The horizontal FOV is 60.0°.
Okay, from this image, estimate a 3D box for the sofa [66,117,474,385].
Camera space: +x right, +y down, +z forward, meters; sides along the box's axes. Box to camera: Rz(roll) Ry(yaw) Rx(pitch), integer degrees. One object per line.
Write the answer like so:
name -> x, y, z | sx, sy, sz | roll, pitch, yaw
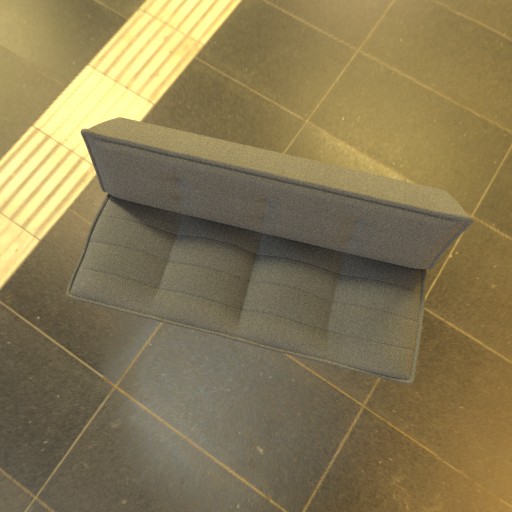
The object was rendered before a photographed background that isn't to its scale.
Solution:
sofa -> 0.000, 0.000, 2.456 | 1.940, 0.890, 0.950 | 14, 75, 4
